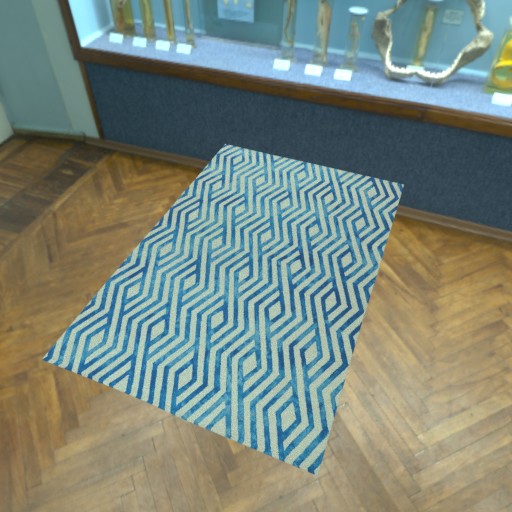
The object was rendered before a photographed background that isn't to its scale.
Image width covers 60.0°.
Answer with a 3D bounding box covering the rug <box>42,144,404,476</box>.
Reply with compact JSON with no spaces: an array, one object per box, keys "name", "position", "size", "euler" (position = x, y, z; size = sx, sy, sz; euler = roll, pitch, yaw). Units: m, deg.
[{"name":"rug","position":[0.000,0.000,2.313],"size":[1.225,0.008,1.830],"euler":[16,48,15]}]
